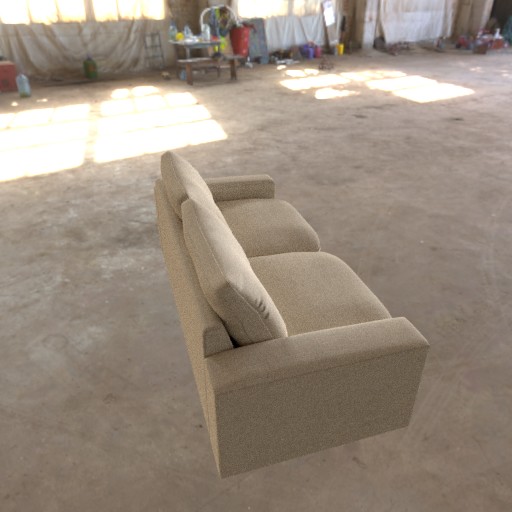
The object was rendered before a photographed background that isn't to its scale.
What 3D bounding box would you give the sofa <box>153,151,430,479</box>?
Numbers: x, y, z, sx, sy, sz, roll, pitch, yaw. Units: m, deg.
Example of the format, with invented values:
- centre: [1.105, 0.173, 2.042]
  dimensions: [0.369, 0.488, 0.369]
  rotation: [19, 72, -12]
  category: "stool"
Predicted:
- centre: [0.000, 0.000, 2.831]
  dimensions: [1.040, 0.922, 2.299]
  rotation: [-9, 31, -15]
  category: "sofa"
